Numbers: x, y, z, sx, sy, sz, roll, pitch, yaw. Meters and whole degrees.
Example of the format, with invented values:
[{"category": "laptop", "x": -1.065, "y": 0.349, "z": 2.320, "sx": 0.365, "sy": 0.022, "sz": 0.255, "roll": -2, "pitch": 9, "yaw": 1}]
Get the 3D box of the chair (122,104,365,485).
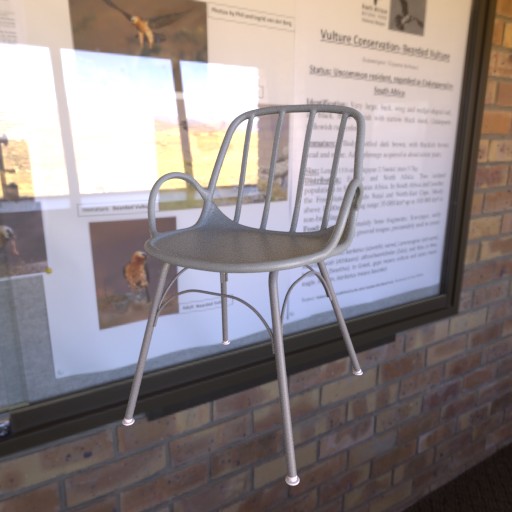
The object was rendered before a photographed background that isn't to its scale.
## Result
[{"category": "chair", "x": 0.000, "y": 0.000, "z": 1.198, "sx": 0.549, "sy": 0.816, "sz": 0.597, "roll": 7, "pitch": 16, "yaw": 26}]
